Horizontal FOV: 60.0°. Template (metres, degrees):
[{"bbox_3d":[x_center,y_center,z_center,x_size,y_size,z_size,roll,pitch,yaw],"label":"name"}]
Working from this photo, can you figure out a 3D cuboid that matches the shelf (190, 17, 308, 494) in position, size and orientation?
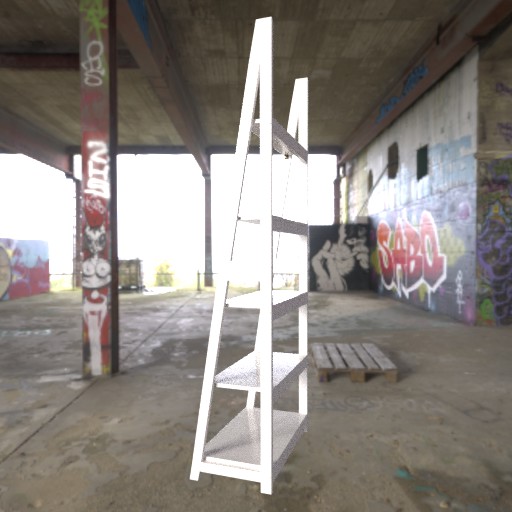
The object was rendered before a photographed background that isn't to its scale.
[{"bbox_3d":[0.000,0.000,2.004,0.341,1.779,0.636,0,1,19],"label":"shelf"}]
